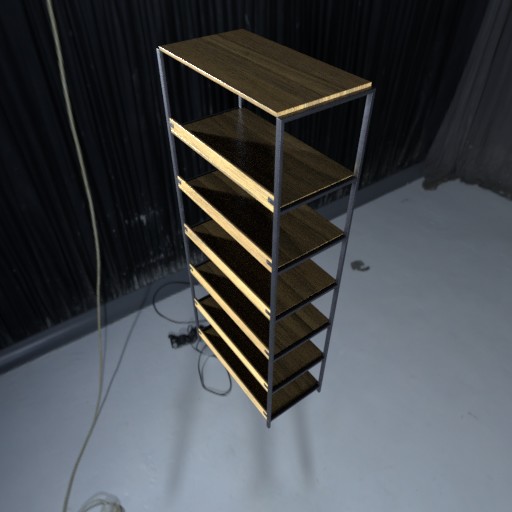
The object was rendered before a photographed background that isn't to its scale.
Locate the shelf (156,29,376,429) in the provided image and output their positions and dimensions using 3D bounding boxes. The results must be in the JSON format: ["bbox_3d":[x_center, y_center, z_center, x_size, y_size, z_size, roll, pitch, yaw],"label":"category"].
[{"bbox_3d":[0.000,0.000,2.389,0.431,2.015,0.847,-26,48,-26],"label":"shelf"}]
